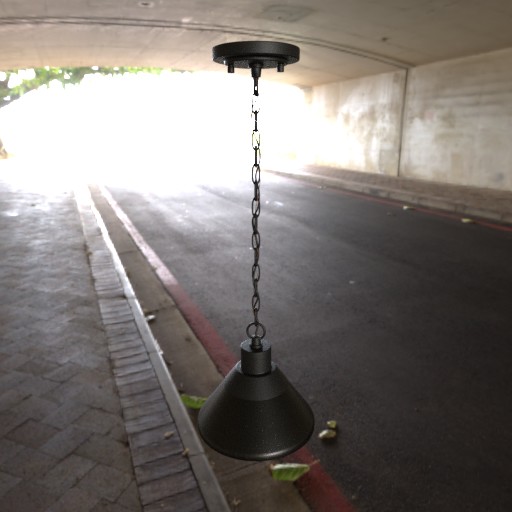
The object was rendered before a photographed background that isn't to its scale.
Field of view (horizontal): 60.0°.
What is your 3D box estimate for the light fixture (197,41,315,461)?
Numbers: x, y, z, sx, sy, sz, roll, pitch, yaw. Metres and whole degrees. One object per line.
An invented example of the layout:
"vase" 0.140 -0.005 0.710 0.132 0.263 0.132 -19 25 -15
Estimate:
"light fixture" 0.000 0.000 0.687 0.201 0.588 0.201 3 16 9
